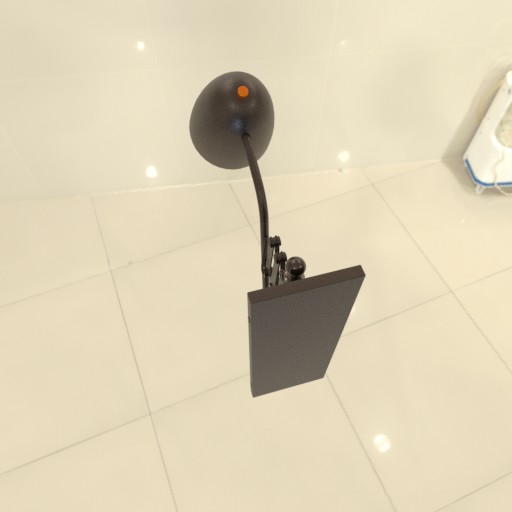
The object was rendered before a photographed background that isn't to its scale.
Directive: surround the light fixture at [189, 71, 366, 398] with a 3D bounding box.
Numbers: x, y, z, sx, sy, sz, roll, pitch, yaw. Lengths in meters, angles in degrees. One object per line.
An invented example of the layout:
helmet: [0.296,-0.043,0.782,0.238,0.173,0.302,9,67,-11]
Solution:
light fixture: [0.000,0.000,0.932,0.162,0.715,0.499,-13,58,-8]
